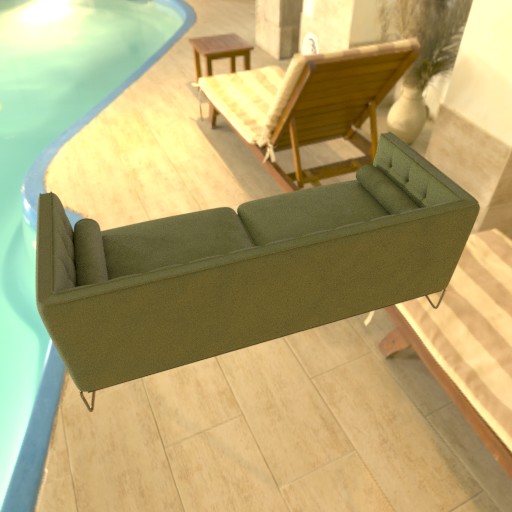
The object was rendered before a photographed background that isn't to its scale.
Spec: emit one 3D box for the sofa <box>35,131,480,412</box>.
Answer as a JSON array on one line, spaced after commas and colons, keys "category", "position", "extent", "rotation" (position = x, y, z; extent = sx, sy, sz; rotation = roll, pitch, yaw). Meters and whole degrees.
[{"category": "sofa", "position": [0.000, 0.000, 2.461], "extent": [2.087, 0.789, 0.867], "rotation": [-13, 44, -14]}]
